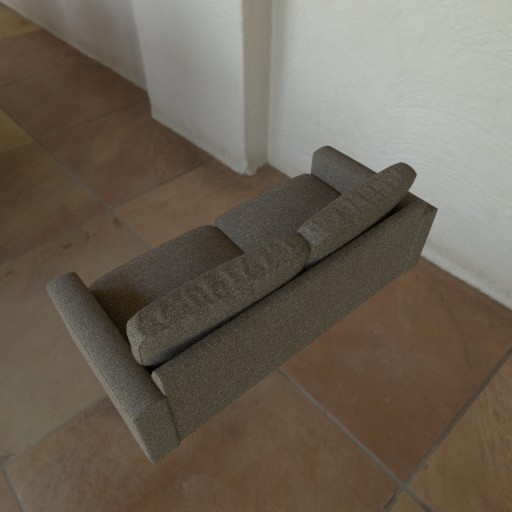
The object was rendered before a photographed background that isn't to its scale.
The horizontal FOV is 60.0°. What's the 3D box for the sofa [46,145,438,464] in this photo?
[{"bbox_3d":[0.000,0.000,2.692,2.179,0.873,1.016,-31,53,-26],"label":"sofa"}]
